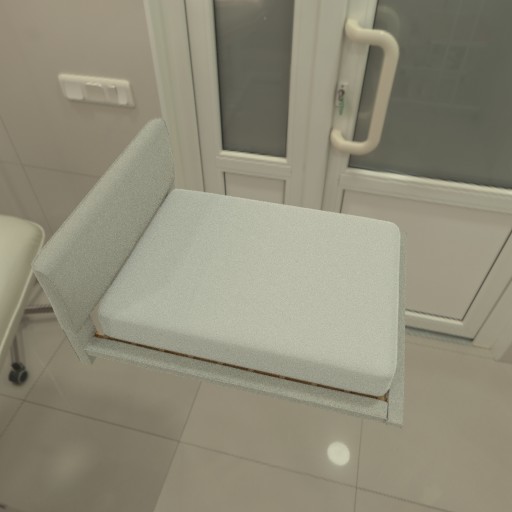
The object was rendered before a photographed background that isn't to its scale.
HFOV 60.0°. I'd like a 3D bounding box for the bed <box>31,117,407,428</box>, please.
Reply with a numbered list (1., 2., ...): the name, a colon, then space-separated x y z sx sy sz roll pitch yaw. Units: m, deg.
1. bed: 0.000 0.000 3.363 2.368 1.067 1.840 10 47 10
